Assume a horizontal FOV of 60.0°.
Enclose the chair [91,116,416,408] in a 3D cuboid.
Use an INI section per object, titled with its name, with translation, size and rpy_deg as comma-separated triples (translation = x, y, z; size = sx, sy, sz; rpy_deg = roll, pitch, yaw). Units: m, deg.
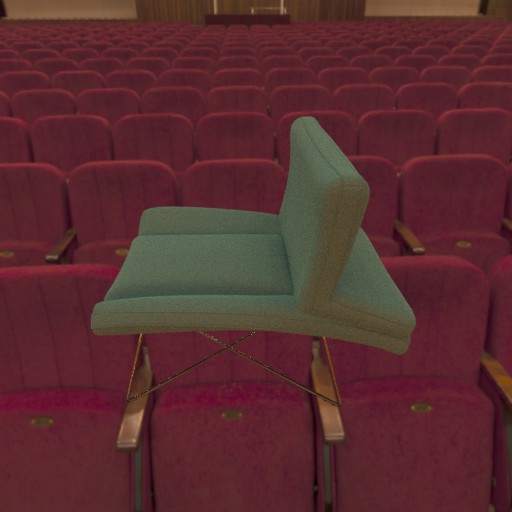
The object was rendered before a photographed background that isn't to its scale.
[chair]
translation = 0.000, 0.000, 1.640
size = 1.008, 0.855, 0.859
rpy_deg = -1, 28, -2
